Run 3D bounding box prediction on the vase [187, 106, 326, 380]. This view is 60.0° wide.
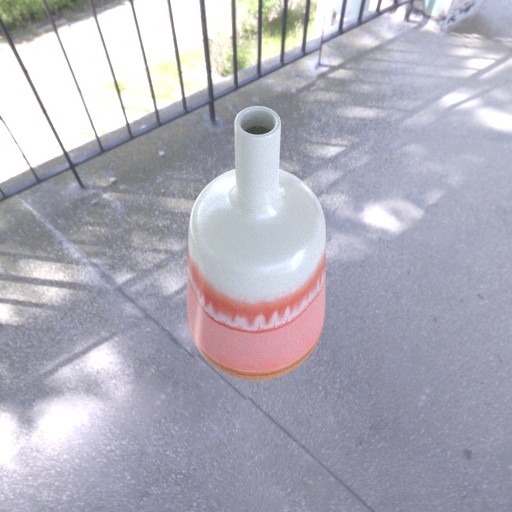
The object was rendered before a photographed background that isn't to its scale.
[{"bbox_3d":[0.000,0.000,0.376,0.144,0.296,0.144,0,59,0],"label":"vase"}]
